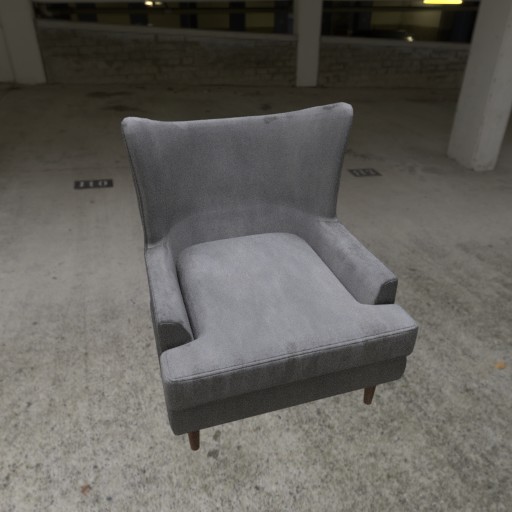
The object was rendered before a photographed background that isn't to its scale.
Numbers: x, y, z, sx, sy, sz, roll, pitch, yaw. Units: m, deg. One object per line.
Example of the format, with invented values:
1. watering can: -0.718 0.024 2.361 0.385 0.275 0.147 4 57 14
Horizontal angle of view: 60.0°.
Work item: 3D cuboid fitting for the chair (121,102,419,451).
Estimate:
1. chair: 0.000 0.000 1.578 0.784 0.950 0.906 -9 32 -15
